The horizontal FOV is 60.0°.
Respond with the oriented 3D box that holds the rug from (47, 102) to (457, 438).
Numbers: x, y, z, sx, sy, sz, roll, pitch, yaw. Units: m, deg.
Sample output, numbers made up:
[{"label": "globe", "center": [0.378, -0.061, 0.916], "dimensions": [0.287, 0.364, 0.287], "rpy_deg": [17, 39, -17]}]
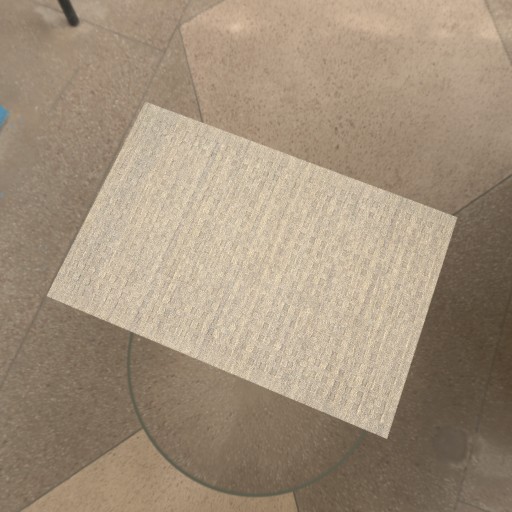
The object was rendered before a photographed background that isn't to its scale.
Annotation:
[{"label": "rug", "center": [0.000, 0.000, 2.217], "dimensions": [1.752, 0.006, 1.142], "rpy_deg": [21, 78, 5]}]
